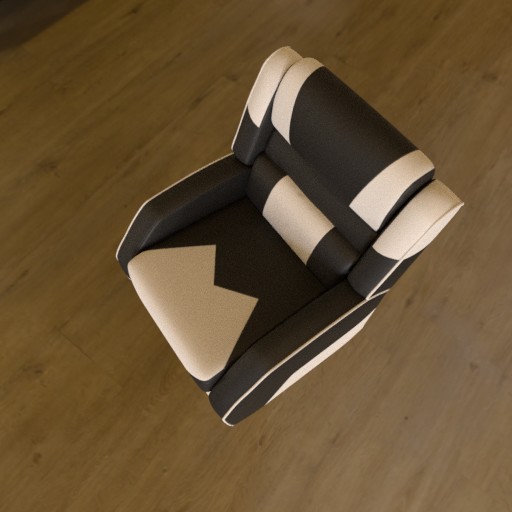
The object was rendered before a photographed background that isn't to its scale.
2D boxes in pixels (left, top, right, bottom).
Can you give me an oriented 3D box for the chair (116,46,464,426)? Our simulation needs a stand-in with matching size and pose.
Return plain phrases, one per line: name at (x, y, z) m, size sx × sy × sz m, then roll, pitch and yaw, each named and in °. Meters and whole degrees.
chair at (0.000, 0.000, 1.282) m, size 0.672 × 0.805 × 0.620 m, roll -33°, pitch 68°, yaw -15°
